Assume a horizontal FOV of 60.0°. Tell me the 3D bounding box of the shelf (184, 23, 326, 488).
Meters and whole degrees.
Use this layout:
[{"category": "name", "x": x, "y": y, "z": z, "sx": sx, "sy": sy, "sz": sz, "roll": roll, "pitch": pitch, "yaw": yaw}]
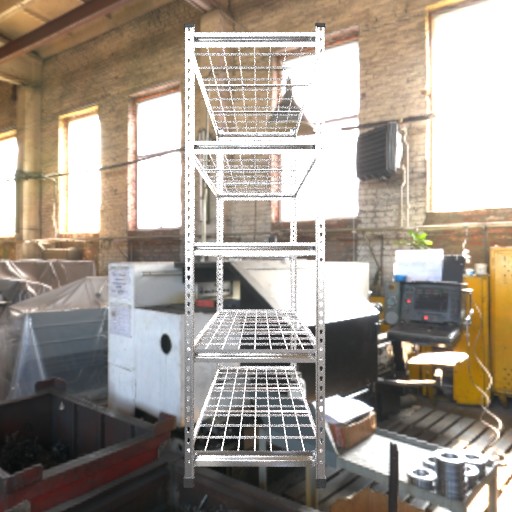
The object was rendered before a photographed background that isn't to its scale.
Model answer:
[{"category": "shelf", "x": 0.000, "y": 0.000, "z": 2.649, "sx": 0.610, "sy": 1.981, "sz": 1.524, "roll": 0, "pitch": 0, "yaw": 0}]
